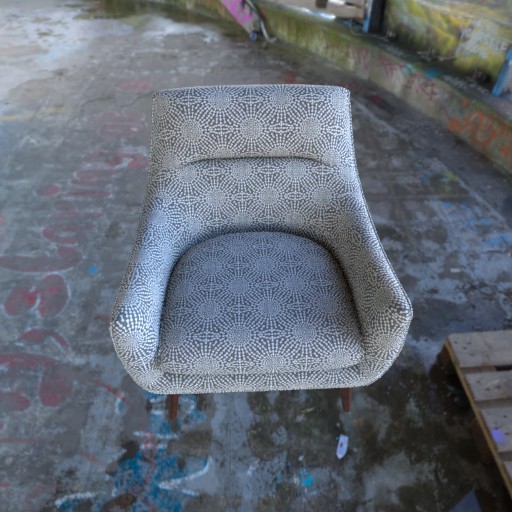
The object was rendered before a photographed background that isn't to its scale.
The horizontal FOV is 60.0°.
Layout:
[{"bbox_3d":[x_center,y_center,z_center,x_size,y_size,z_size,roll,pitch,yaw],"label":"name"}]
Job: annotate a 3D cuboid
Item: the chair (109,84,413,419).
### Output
[{"bbox_3d":[0.000,0.000,1.445,0.762,0.838,0.787,-2,45,-2],"label":"chair"}]
